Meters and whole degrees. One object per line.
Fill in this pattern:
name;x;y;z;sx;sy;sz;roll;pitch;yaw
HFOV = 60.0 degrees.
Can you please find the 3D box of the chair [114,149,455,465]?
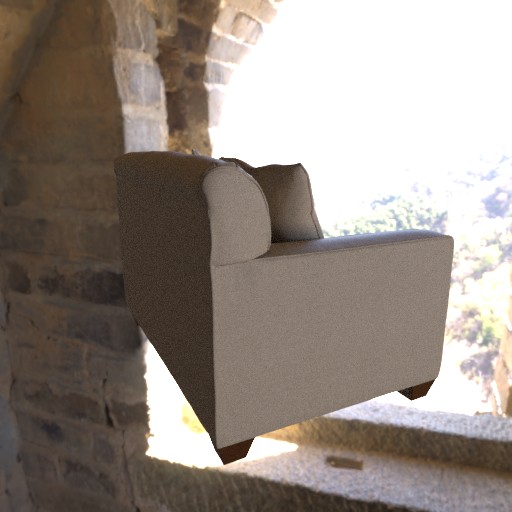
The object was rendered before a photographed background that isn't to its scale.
chair;0.000;0.000;2.023;1.000;0.948;1.383;-7;16;-26
